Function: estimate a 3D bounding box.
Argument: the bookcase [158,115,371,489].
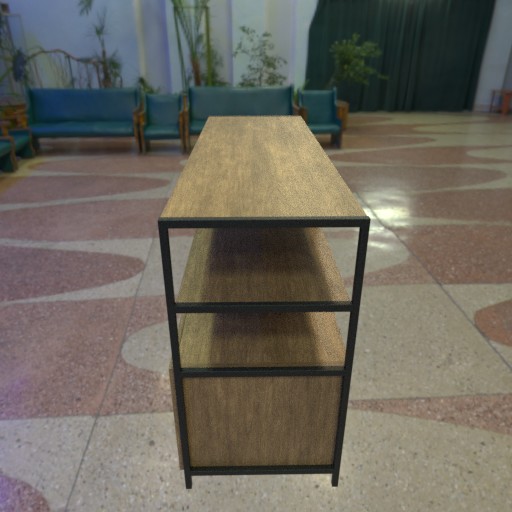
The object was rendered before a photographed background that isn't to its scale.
[{"bbox_3d":[0.000,0.000,1.452,0.391,0.712,1.149,0,26,-1],"label":"bookcase"}]
